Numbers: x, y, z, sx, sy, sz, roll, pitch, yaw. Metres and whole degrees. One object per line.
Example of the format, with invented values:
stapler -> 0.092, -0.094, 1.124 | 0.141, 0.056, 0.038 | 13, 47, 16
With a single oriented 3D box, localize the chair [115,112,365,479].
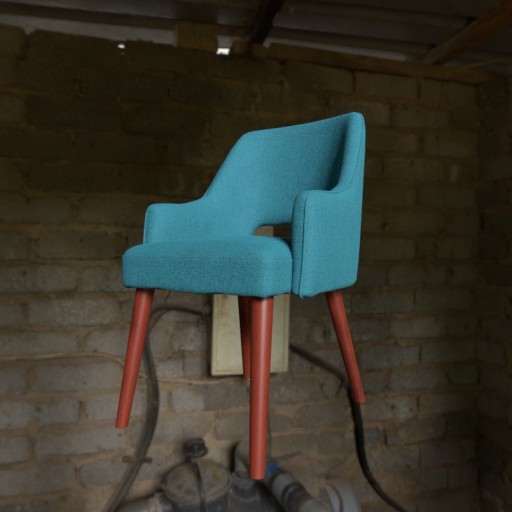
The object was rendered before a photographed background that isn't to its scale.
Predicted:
chair -> 0.000, 0.000, 1.214 | 0.548, 0.849, 0.605 | 1, 1, 36
